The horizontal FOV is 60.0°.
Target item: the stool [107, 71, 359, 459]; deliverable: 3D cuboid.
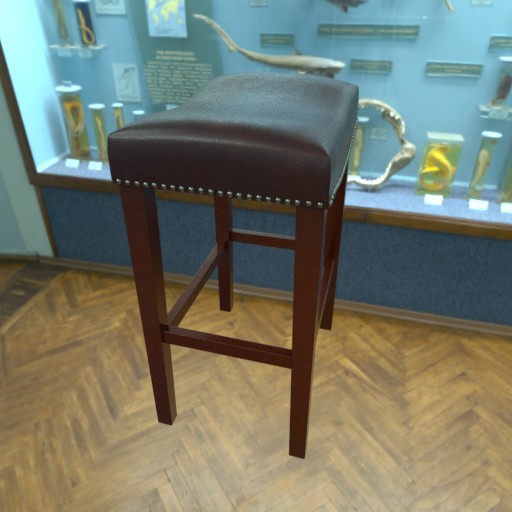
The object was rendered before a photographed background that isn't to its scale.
[{"bbox_3d":[0.000,0.000,1.043,0.372,0.742,0.504,9,33,13],"label":"stool"}]
